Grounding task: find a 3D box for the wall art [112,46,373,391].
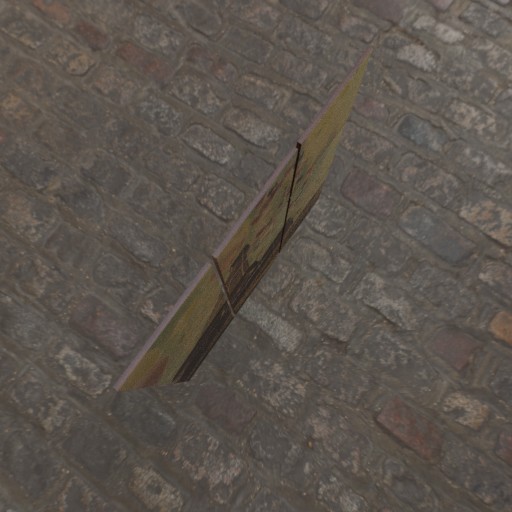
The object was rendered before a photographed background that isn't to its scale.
[{"bbox_3d":[0.000,0.000,1.862,0.017,1.246,1.256,34,78,8],"label":"wall art"}]
